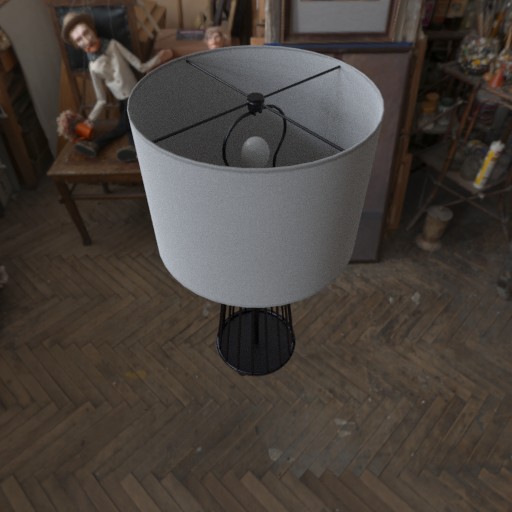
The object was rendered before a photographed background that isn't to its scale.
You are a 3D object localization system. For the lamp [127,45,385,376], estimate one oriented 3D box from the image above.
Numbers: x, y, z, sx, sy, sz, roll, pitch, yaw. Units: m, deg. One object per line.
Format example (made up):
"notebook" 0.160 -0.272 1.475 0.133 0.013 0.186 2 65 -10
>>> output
"lamp" 0.000 0.000 0.778 0.322 0.593 0.322 -31 54 -26
